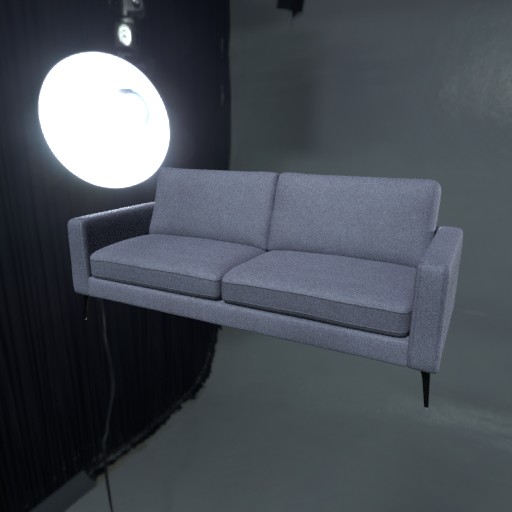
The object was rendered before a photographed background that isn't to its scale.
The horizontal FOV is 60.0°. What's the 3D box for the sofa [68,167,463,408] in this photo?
[{"bbox_3d":[0.000,0.000,2.335,1.925,0.828,0.774,8,17,26],"label":"sofa"}]
